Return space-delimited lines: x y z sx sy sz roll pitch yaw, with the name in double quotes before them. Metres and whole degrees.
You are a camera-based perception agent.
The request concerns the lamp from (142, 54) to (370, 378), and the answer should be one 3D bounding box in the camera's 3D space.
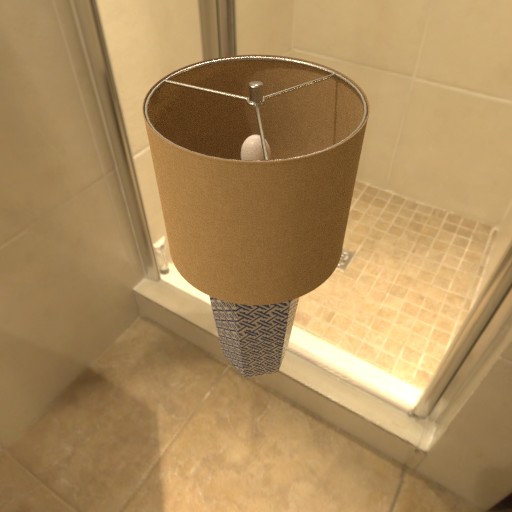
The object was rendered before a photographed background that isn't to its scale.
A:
"lamp" 0.000 0.000 0.862 0.320 0.682 0.320 -4 46 -4
